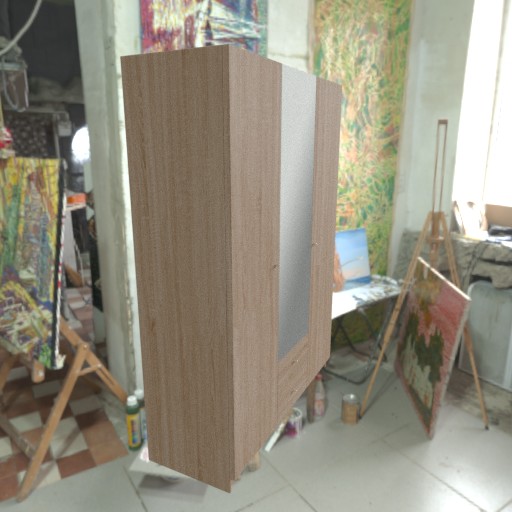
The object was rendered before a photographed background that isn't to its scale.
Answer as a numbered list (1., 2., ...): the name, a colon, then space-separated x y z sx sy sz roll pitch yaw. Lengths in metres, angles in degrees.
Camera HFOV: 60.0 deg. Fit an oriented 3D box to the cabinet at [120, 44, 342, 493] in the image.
1. cabinet: 0.000 0.000 2.760 0.590 2.120 1.500 7 16 27
